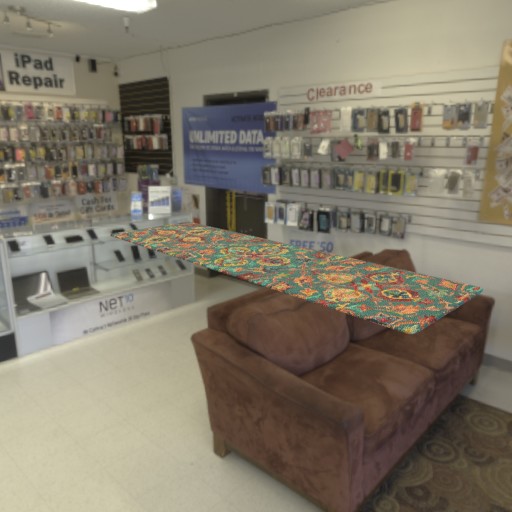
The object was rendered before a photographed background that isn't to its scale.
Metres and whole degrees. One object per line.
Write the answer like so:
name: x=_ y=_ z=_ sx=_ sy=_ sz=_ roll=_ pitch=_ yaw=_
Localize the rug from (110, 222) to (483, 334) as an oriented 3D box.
rug: x=0.000 y=0.000 z=2.575 sx=0.686 sy=0.013 sz=2.286 roll=-14 pitch=21 yaw=-42
